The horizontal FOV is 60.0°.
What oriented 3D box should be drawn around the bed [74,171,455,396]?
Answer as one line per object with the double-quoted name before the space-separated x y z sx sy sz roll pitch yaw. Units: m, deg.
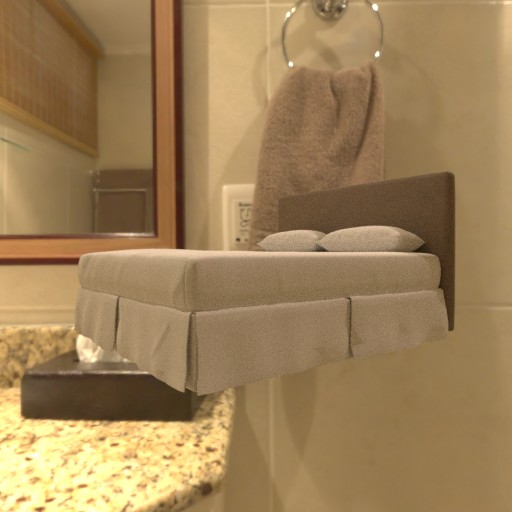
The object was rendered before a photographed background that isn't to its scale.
"bed" 0.000 0.000 3.546 2.341 1.317 2.119 0 1 -37
